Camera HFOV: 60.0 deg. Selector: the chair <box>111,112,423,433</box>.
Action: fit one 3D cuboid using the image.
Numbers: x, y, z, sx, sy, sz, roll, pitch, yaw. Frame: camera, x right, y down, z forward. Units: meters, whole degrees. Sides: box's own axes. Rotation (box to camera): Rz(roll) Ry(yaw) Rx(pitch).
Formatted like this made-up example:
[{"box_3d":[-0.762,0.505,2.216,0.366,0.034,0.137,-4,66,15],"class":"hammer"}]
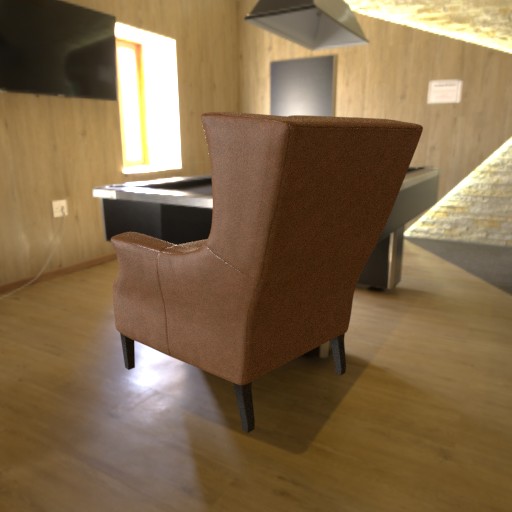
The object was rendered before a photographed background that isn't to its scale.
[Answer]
[{"box_3d":[0.000,0.000,1.692,0.852,1.016,0.925,-14,21,-42],"class":"chair"}]
